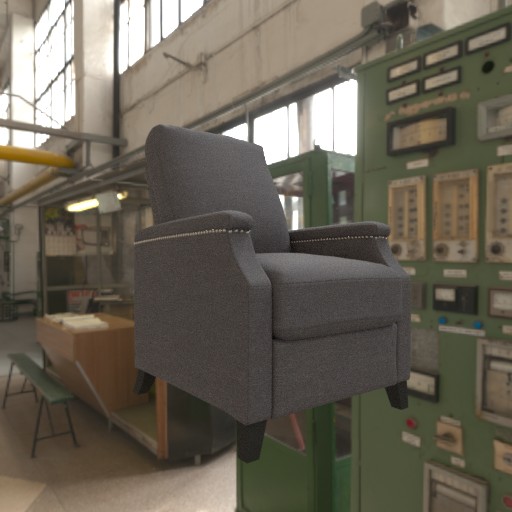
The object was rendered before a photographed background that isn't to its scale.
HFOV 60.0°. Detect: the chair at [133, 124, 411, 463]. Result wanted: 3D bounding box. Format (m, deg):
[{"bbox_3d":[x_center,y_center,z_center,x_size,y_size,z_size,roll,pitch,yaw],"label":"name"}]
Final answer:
[{"bbox_3d":[0.000,0.000,1.650,0.710,1.049,0.922,0,0,-37],"label":"chair"}]
